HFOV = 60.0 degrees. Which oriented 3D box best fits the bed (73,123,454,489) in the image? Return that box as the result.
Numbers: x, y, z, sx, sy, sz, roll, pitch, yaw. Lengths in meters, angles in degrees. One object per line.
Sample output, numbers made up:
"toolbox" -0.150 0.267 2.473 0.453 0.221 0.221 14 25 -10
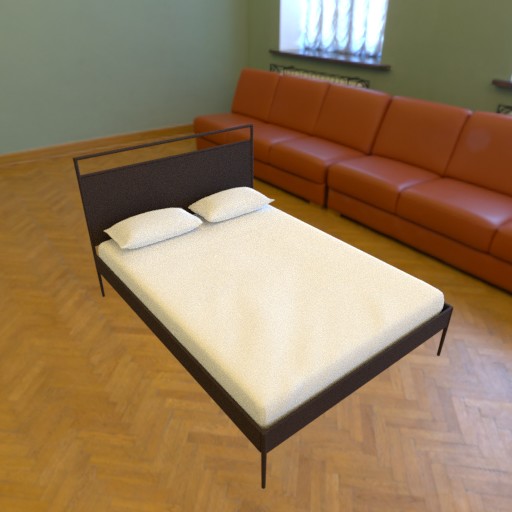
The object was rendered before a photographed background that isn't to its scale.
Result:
"bed" 0.000 0.000 3.059 1.572 1.173 2.122 -21 36 -32
